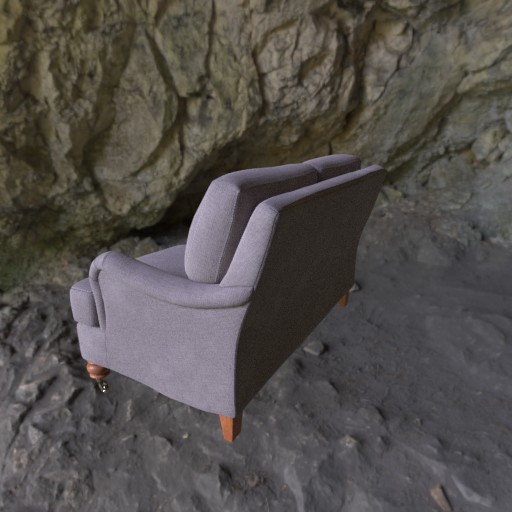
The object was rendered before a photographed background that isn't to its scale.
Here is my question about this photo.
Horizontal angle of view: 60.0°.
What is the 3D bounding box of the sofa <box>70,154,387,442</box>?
[{"bbox_3d":[0.000,0.000,2.579,1.084,1.101,1.853,8,18,26],"label":"sofa"}]
